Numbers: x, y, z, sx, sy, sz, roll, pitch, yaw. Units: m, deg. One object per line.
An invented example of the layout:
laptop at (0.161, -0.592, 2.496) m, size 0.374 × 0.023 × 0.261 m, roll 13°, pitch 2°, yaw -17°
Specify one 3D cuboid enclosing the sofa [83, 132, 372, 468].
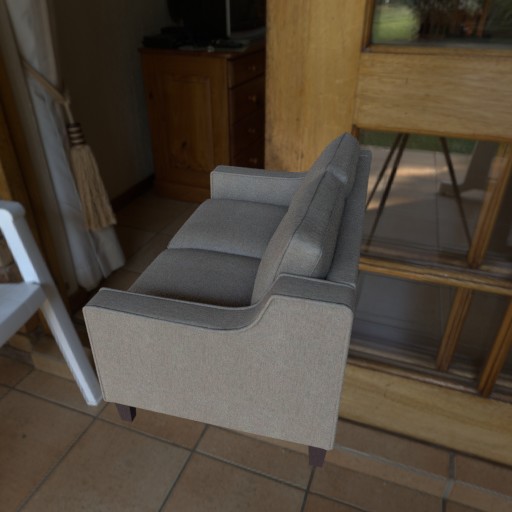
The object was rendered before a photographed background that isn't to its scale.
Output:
sofa at (0.000, 0.000, 2.190) m, size 0.985 × 0.981 × 1.503 m, roll 8°, pitch 32°, yaw 12°
